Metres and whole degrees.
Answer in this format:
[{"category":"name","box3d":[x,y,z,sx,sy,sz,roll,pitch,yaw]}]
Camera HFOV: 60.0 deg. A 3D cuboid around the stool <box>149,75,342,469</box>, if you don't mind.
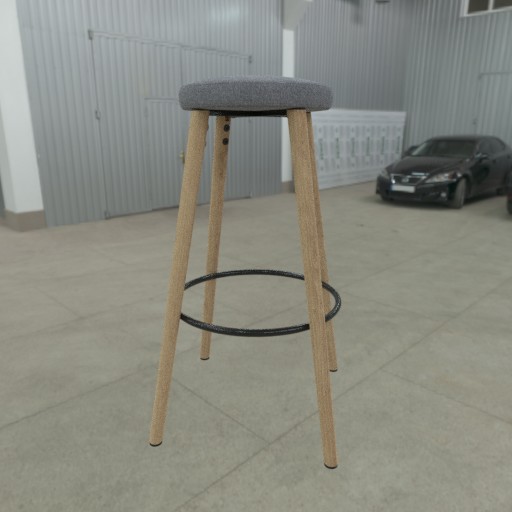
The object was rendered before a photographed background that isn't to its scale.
[{"category":"stool","box3d":[0.000,0.000,1.024,0.410,0.770,0.410,3,16,10]}]
